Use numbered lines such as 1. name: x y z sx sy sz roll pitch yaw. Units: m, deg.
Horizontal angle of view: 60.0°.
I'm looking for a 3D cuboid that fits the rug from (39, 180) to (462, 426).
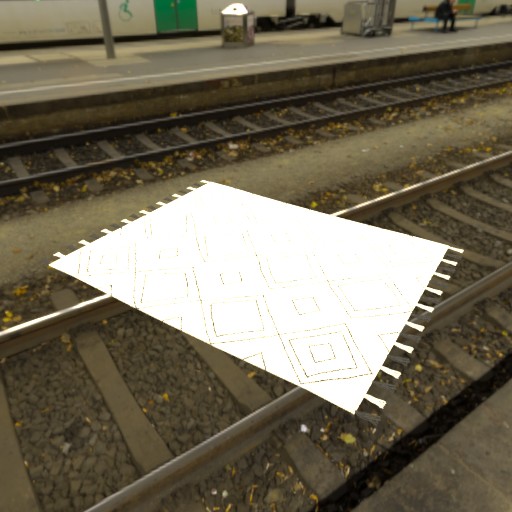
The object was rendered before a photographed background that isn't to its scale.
1. rug: 0.000 0.000 4.132 3.221 0.026 2.342 19 37 28
